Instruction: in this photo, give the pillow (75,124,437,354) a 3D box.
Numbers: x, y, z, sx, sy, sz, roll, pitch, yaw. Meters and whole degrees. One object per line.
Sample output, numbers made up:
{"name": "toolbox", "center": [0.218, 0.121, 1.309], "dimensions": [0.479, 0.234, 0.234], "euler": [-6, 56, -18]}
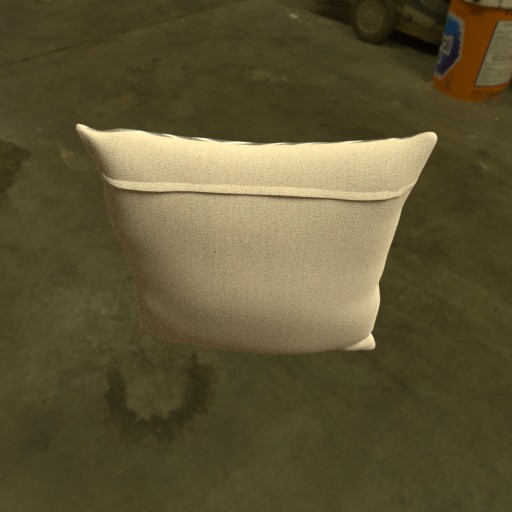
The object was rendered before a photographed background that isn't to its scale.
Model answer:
{"name": "pillow", "center": [0.000, 0.000, 0.677], "dimensions": [0.440, 0.441, 0.182], "euler": [3, 46, 3]}
